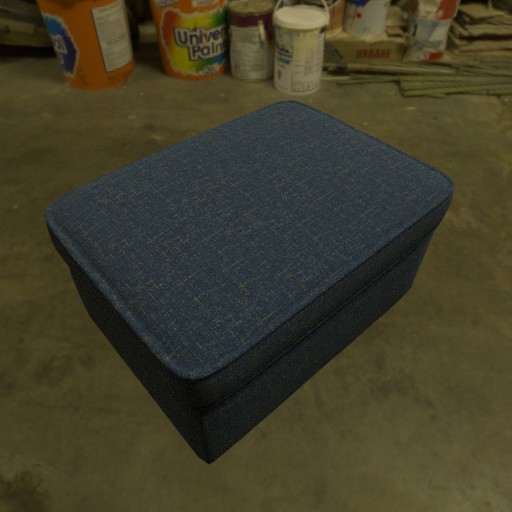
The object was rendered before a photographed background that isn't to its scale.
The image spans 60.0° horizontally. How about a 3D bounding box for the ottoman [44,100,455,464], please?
[{"bbox_3d":[0.000,0.000,1.064,0.749,0.450,0.549,-33,54,-27],"label":"ottoman"}]
